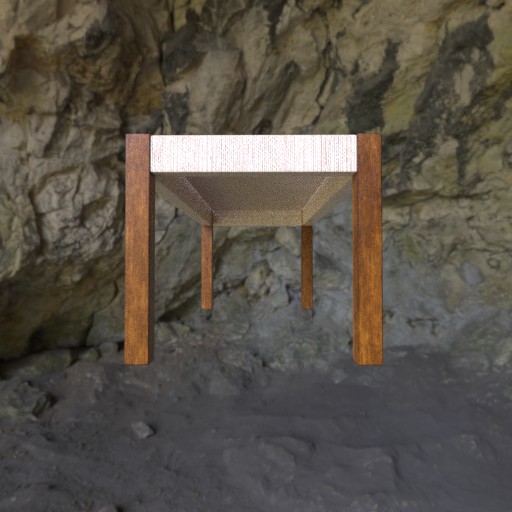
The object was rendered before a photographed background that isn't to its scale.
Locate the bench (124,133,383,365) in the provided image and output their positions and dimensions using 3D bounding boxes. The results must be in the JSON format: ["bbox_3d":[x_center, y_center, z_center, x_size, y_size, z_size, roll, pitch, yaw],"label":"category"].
[{"bbox_3d":[0.000,0.000,1.470,0.507,0.457,1.198,0,-1,0],"label":"bench"}]
